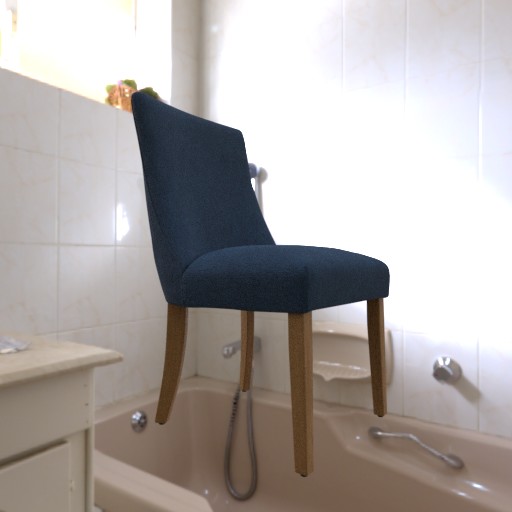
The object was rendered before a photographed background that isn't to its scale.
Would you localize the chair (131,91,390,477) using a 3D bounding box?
[{"bbox_3d":[0.000,0.000,1.240,0.609,0.902,0.495,0,-1,36],"label":"chair"}]
